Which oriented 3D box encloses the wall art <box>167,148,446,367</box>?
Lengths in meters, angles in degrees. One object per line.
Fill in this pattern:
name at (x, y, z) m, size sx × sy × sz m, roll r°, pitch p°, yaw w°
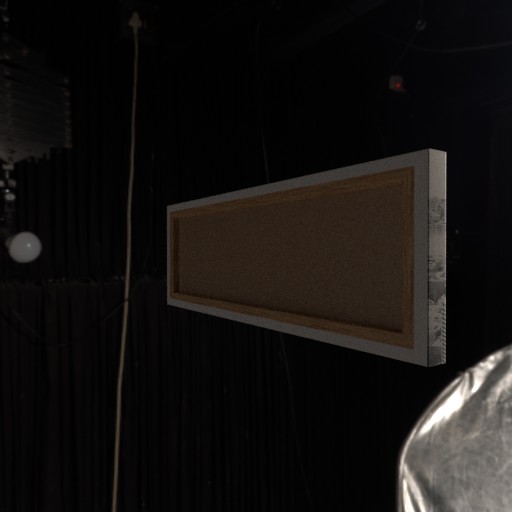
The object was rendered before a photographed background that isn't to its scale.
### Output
wall art at (0.000, 0.000, 0.841) m, size 0.038 × 0.255 × 0.763 m, roll 0°, pitch 0°, yaw -34°
